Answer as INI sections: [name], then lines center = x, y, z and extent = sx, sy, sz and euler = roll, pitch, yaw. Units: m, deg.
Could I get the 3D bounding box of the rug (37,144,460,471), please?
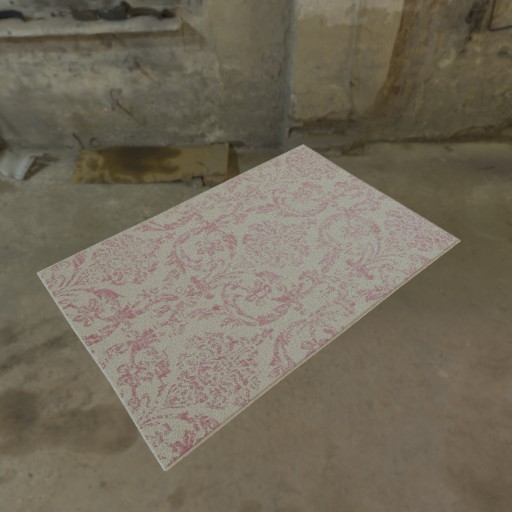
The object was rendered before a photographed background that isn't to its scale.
[rug]
center = 0.000, 0.000, 2.296
extent = 1.839, 0.012, 1.219
euler = -31, 54, -26
